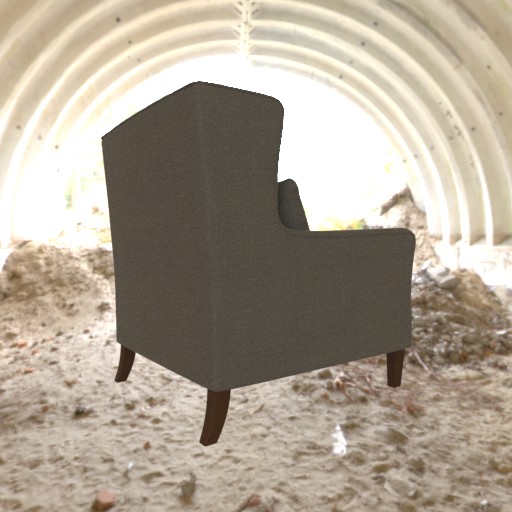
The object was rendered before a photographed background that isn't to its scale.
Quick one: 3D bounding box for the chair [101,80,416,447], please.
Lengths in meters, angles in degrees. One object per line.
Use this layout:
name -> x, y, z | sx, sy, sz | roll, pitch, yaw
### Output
chair -> 0.000, 0.000, 1.825 | 1.040, 1.056, 0.866 | -1, 2, -37
